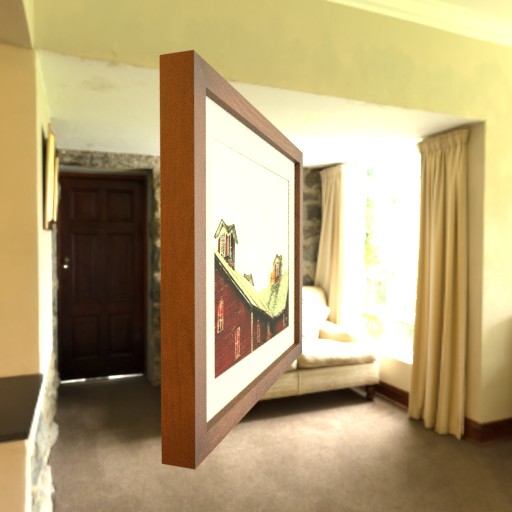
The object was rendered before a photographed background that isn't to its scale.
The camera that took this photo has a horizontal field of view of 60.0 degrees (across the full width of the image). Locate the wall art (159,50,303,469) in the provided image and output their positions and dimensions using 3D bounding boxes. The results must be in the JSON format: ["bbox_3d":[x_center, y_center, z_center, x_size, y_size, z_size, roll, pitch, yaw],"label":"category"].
[{"bbox_3d":[0.000,0.000,0.541,0.030,0.328,0.401,0,1,18],"label":"wall art"}]
